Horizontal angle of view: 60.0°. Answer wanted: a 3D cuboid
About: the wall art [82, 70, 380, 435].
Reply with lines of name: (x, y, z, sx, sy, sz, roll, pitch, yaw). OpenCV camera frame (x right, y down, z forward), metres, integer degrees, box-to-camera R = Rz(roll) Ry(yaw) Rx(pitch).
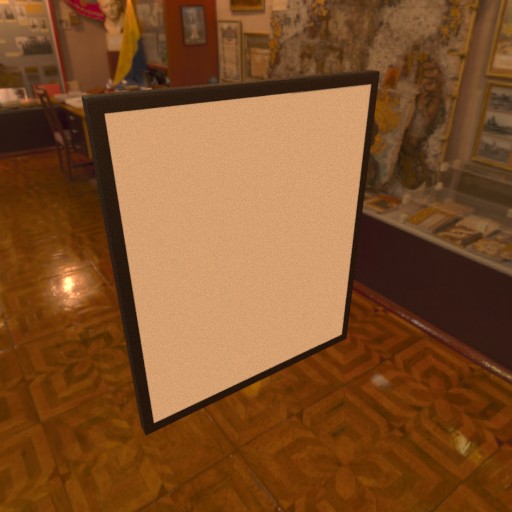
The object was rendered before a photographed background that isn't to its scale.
wall art: (0.000, 0.000, 0.688, 0.430, 0.509, 0.021, -18, 33, -29)
